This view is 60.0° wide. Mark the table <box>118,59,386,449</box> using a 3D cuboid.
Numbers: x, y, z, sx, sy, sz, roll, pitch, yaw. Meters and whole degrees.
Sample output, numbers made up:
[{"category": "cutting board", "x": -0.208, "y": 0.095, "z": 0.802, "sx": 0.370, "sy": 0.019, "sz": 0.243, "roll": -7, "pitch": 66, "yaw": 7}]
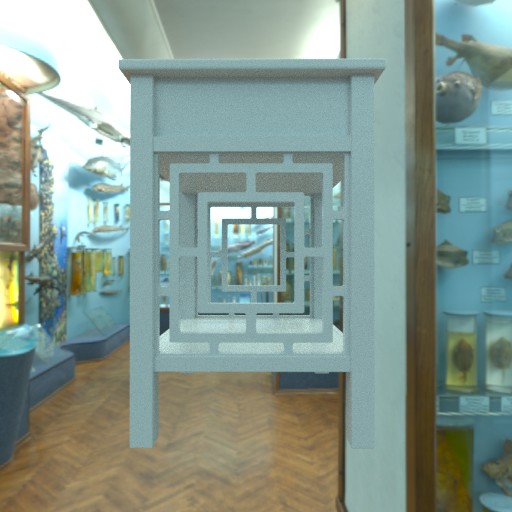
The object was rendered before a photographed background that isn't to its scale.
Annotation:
[{"category": "table", "x": 0.000, "y": 0.000, "z": 1.007, "sx": 0.451, "sy": 0.646, "sz": 0.564, "roll": 0, "pitch": 0, "yaw": 0}]
